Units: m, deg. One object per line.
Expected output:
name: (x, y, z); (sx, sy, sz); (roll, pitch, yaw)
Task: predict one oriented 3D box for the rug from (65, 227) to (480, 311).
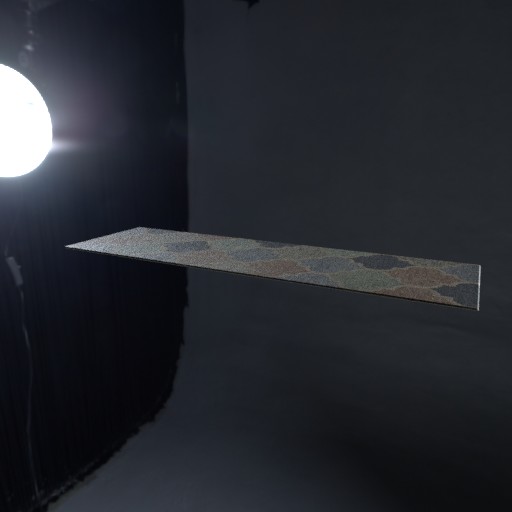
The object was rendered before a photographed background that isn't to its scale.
rug: (0.000, 0.000, 2.521); (2.287, 0.011, 0.687); (7, 17, 26)
